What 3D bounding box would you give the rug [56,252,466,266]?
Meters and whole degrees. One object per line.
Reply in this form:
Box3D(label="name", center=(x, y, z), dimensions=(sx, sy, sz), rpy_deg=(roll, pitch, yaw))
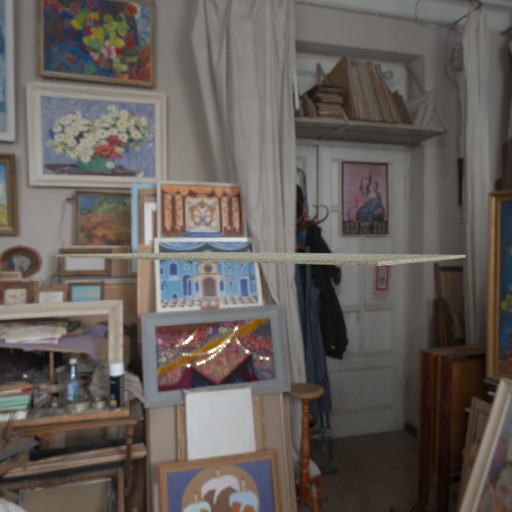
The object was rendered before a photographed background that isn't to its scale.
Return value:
Box3D(label="rug", center=(0.000, 0.000, 2.965), dimensions=(2.297, 0.018, 1.532), rpy_deg=(1, 2, 37))
